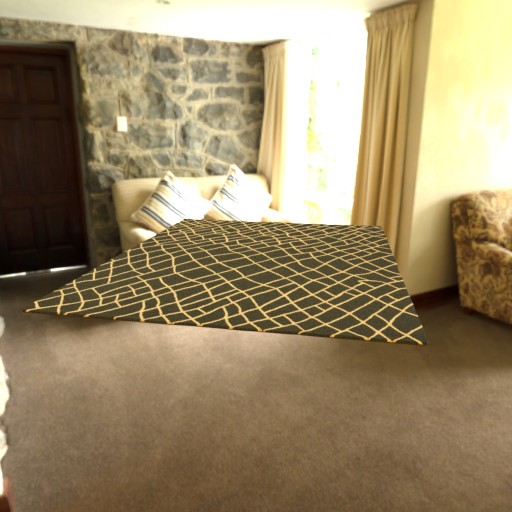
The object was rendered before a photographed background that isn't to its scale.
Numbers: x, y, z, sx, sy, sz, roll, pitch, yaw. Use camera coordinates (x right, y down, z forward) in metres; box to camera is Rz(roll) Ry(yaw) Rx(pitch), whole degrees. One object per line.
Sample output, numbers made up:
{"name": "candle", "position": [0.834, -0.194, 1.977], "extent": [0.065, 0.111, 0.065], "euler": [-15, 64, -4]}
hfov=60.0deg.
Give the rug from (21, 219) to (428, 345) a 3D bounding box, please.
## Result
{"name": "rug", "position": [0.000, 0.000, 3.990], "extent": [2.439, 0.022, 3.047], "euler": [3, 16, 10]}
